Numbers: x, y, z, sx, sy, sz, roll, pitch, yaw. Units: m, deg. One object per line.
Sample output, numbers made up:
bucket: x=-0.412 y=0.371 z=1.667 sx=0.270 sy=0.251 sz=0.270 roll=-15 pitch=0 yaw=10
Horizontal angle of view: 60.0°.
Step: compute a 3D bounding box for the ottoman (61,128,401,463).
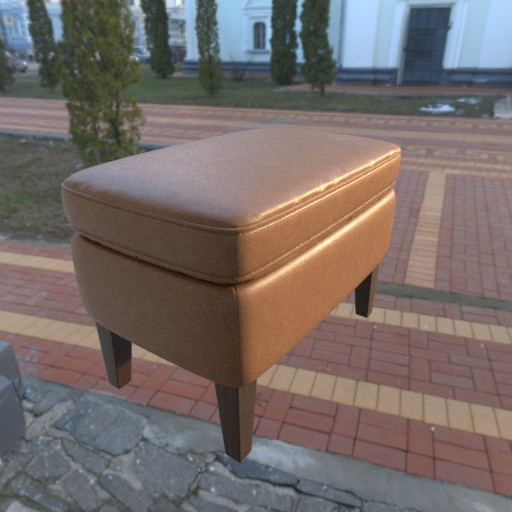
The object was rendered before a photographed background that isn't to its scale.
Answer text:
ottoman: x=0.000 y=0.000 z=0.980 sx=0.420 sy=0.480 sz=0.670 roll=17 pitch=30 yaw=31
